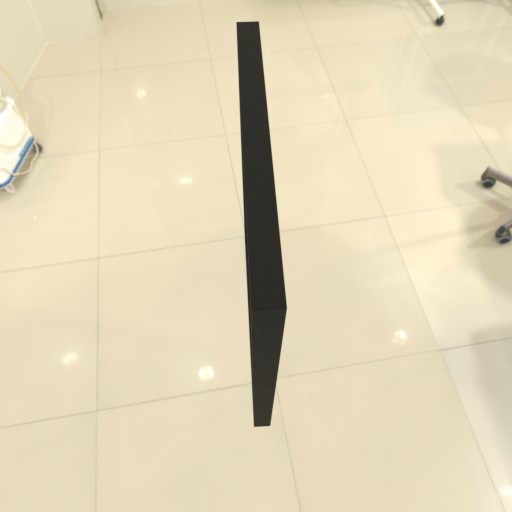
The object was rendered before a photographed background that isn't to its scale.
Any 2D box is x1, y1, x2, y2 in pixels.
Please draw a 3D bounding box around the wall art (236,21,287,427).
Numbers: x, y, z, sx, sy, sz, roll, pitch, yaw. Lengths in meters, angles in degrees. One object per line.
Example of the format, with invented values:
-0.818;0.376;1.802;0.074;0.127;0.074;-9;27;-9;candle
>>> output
0.000;0.000;0.551;0.024;0.404;0.329;-3;59;-2;wall art
